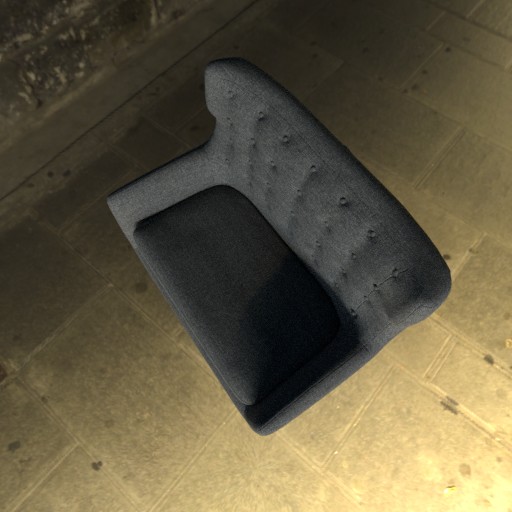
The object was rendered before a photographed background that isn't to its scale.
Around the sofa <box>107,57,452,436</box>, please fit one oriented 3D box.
[{"bbox_3d":[0.000,0.000,2.043,0.874,1.028,1.358,-32,69,-14],"label":"sofa"}]
